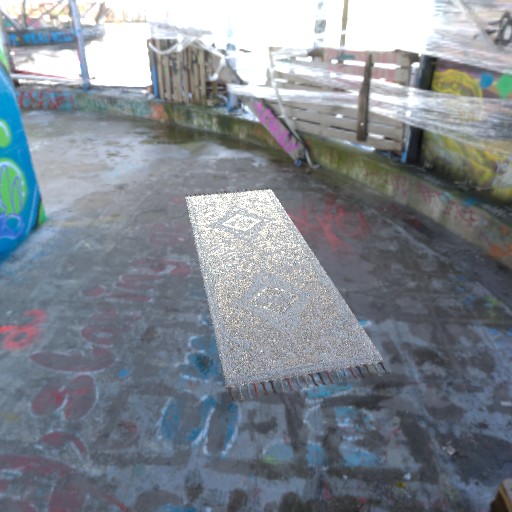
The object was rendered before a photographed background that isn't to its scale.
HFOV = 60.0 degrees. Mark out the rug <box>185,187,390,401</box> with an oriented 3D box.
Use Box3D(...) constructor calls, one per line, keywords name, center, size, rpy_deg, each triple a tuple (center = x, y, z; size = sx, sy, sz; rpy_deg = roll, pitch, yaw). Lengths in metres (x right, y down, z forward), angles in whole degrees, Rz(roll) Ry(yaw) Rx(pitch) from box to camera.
Box3D(name="rug", center=(0.000, 0.000, 2.863), size=(1.324, 0.018, 2.378), rpy_deg=(2, 31, 3))
